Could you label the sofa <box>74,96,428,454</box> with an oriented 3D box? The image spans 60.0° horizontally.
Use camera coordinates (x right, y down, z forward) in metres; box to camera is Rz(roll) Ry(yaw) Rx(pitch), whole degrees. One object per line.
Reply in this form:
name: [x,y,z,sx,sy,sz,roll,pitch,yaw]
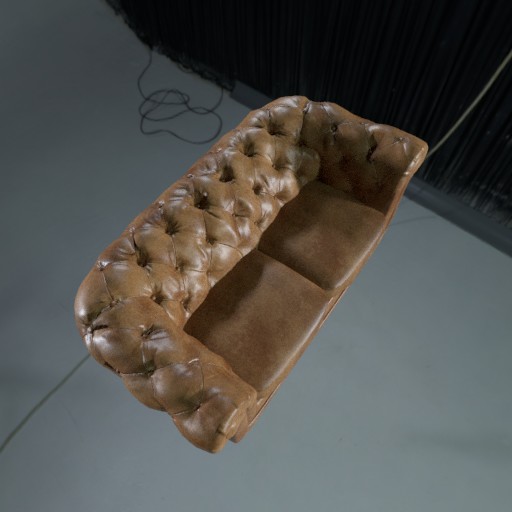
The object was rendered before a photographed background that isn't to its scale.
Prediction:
sofa: [0.000,0.000,2.524,1.042,0.877,1.979,32,64,18]
